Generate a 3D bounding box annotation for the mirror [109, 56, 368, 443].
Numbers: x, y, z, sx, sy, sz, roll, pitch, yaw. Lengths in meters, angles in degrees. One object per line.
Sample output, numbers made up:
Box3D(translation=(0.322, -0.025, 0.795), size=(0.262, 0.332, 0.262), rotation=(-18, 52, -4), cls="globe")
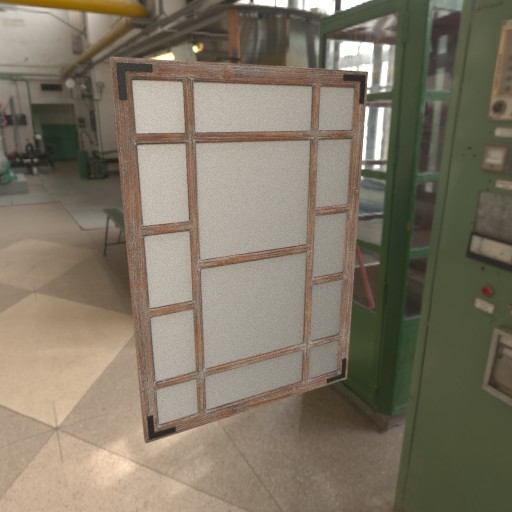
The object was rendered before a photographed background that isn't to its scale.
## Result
Box3D(translation=(0.000, 0.000, 1.253), size=(0.705, 0.996, 0.025), rotation=(-9, 19, -26), cls="mirror")
